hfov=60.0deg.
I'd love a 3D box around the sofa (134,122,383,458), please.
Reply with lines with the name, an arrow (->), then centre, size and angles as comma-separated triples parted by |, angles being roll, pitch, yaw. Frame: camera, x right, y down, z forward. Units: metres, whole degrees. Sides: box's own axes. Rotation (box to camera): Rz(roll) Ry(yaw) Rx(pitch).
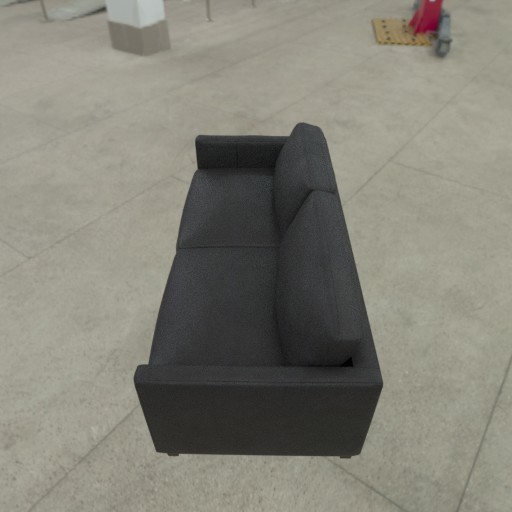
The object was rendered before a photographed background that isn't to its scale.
sofa -> 0.000, 0.000, 2.443 | 0.933, 0.863, 1.971 | 1, 41, 1
